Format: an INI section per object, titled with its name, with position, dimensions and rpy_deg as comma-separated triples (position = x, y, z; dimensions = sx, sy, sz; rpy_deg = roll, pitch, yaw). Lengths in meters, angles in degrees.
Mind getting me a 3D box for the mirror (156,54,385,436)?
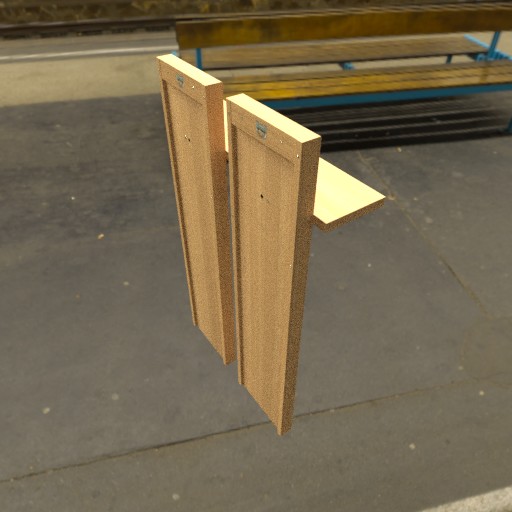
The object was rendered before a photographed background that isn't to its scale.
[mirror]
position = 0.000, 0.000, 1.612
dimensions = 0.260, 1.250, 0.800
rpy_deg = -25, 46, -26
